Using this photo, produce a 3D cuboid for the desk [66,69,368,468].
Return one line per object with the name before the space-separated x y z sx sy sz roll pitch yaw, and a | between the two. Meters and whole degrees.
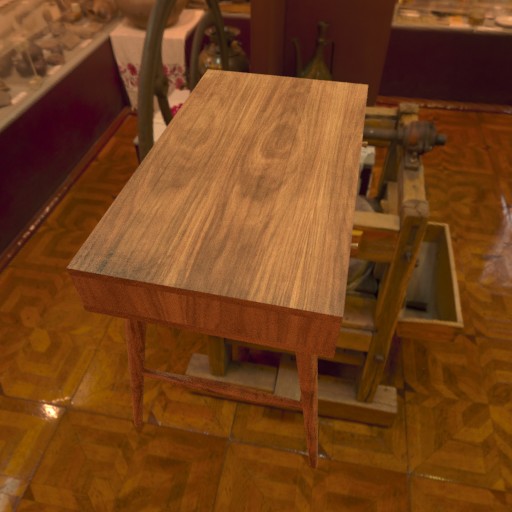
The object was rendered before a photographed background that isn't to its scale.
desk | 0.000 0.000 1.423 0.588 0.758 0.949 9 46 9
